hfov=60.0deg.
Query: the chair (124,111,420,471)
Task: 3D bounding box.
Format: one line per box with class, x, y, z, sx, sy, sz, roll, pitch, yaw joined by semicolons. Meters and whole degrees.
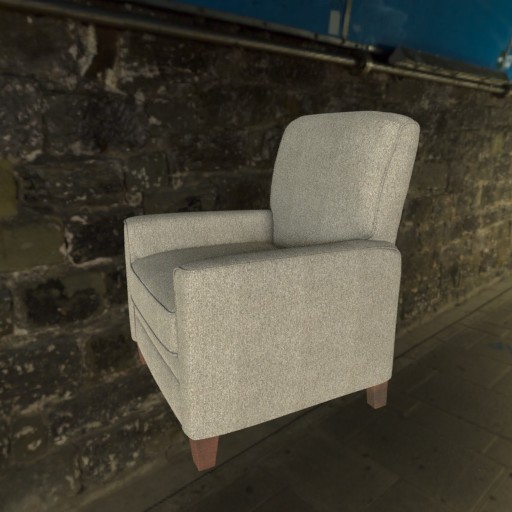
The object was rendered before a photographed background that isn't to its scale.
chair;0.000;0.000;1.645;0.858;1.028;0.841;-8;17;-26
